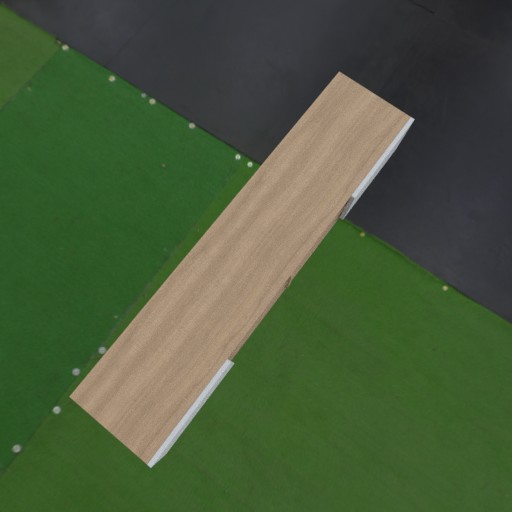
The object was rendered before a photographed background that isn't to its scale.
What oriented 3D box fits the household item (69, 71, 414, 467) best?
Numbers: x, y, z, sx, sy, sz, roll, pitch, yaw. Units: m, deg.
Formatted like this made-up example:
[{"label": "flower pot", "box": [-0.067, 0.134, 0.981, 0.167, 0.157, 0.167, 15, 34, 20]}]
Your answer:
[{"label": "household item", "box": [0.000, 0.000, 2.032, 0.420, 0.310, 1.850, 36, 78, 9]}]
